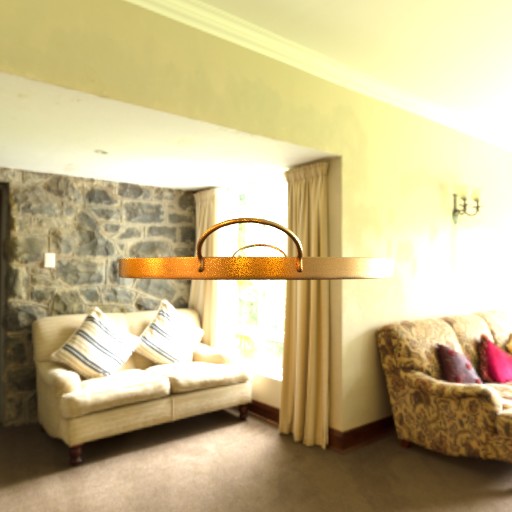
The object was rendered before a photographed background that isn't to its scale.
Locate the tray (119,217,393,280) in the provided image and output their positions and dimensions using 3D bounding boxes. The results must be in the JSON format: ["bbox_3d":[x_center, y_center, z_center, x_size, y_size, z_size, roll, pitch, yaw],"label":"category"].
[{"bbox_3d":[0.000,0.000,0.740,0.438,0.069,0.543,0,-1,2],"label":"tray"}]
